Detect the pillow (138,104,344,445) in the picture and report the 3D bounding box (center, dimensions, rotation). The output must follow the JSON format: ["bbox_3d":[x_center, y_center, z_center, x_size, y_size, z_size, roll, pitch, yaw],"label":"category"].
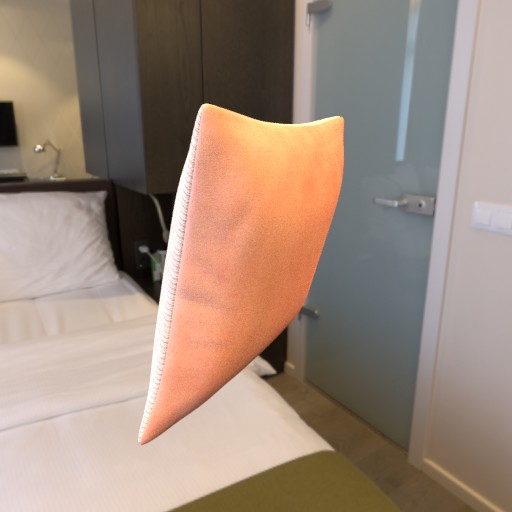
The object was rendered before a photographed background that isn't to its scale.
[{"bbox_3d":[0.000,0.000,0.652,0.177,0.401,0.424,8,18,26],"label":"pillow"}]
